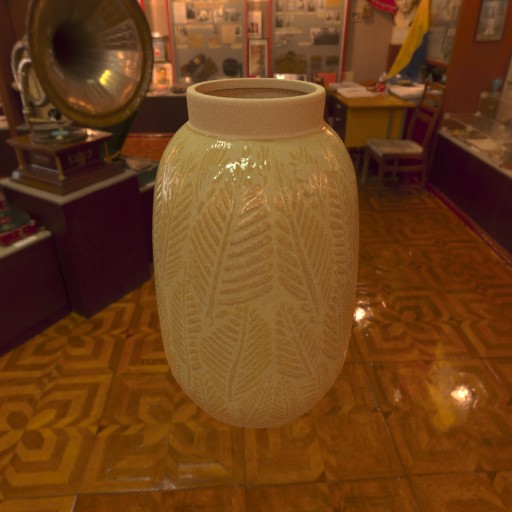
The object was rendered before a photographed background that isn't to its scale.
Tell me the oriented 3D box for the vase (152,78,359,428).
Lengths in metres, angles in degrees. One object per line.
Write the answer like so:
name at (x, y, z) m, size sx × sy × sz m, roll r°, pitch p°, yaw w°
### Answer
vase at (0.000, 0.000, 0.375) m, size 0.172 × 0.270 × 0.172 m, roll 0°, pitch 30°, yaw 0°
